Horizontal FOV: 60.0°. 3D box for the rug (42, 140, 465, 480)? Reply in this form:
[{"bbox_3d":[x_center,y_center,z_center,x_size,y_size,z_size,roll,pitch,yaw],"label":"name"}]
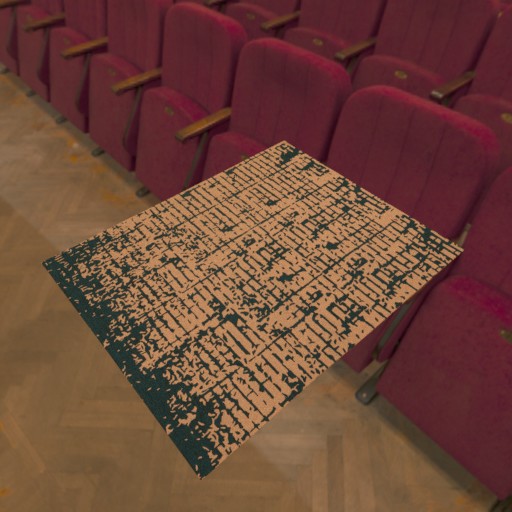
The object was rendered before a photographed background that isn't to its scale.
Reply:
[{"bbox_3d":[0.000,0.000,4.041,3.017,0.014,2.416,-33,55,-27],"label":"rug"}]
